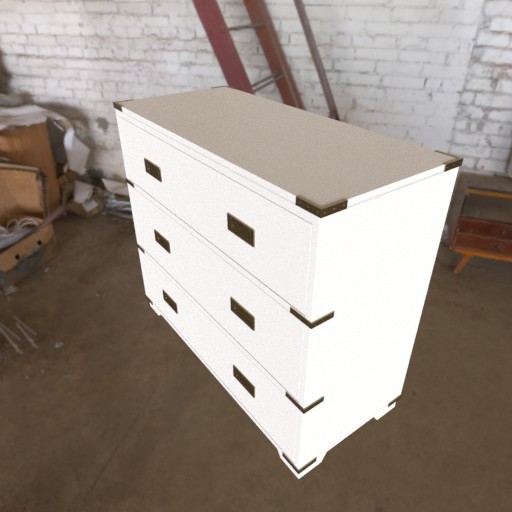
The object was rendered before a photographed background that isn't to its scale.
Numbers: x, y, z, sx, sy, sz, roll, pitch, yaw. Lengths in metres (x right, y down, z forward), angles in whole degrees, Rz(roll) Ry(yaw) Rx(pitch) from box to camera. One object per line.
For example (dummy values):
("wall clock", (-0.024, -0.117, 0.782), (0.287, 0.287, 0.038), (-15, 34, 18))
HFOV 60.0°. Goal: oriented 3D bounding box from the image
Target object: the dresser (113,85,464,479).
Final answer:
("dresser", (0.000, 0.000, 1.513), (0.460, 0.891, 1.022), (-22, 38, -30))
